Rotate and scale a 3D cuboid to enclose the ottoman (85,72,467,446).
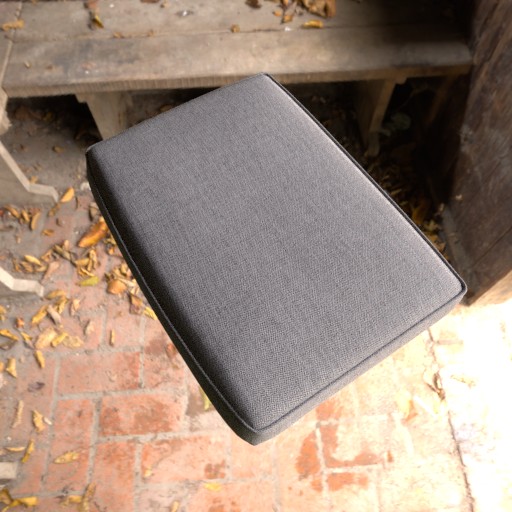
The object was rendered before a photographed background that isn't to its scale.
[{"bbox_3d":[0.000,0.000,1.094,0.555,0.458,0.750,-30,67,-14],"label":"ottoman"}]
